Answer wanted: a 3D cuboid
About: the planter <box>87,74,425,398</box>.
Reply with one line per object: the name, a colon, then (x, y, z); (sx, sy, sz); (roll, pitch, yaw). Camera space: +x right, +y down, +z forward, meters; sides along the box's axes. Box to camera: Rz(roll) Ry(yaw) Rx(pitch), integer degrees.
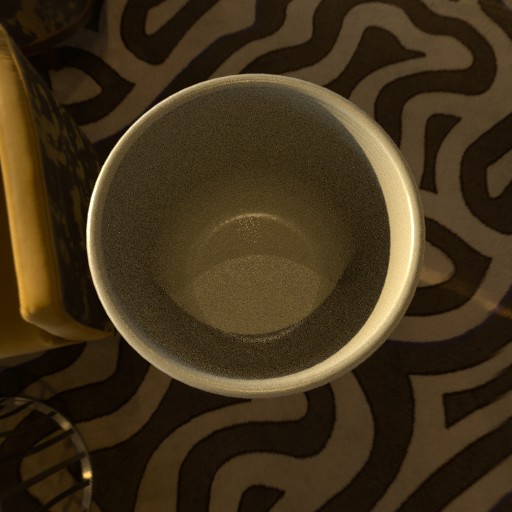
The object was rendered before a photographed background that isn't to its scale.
planter: (0.000, 0.000, 0.214); (0.124, 0.109, 0.124); (0, 76, 0)
